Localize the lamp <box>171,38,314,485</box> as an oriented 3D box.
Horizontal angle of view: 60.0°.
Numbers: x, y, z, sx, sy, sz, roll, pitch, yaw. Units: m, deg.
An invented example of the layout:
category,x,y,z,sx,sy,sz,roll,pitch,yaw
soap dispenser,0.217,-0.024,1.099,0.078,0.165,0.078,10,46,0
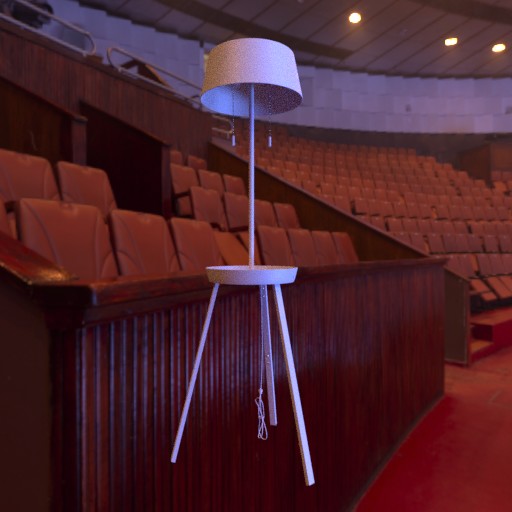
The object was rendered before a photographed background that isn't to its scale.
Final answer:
category,x,y,z,sx,sy,sz,roll,pitch,yaw
lamp,0.000,0.000,1.639,0.508,1.429,0.468,0,1,18
